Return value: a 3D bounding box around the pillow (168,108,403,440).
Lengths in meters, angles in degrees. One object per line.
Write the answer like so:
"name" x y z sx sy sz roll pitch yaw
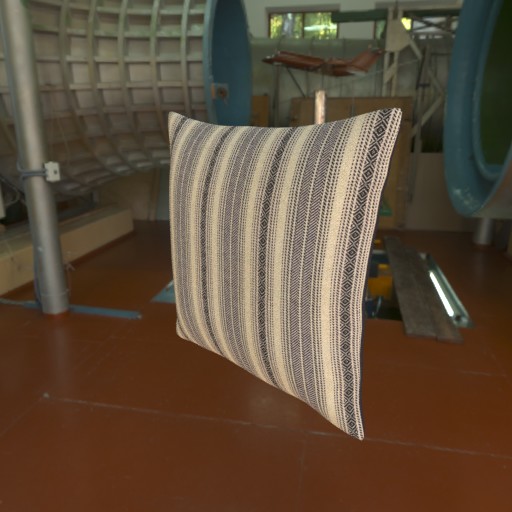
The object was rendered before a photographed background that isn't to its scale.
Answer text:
"pillow" 0.000 0.000 0.812 0.166 0.508 0.520 -16 24 -42
